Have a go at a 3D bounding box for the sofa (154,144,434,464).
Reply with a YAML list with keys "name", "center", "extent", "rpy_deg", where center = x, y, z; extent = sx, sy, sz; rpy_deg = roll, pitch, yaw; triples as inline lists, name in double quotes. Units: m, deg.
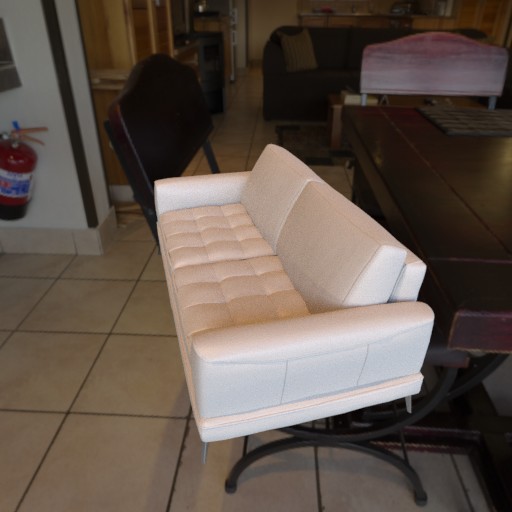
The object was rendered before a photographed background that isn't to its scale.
- name: "sofa"
  center: [0.000, 0.000, 2.752]
  extent: [1.121, 0.930, 2.177]
  rpy_deg: [-8, 30, -14]
